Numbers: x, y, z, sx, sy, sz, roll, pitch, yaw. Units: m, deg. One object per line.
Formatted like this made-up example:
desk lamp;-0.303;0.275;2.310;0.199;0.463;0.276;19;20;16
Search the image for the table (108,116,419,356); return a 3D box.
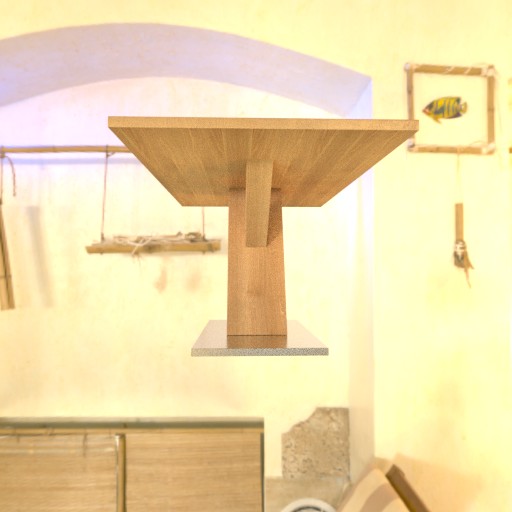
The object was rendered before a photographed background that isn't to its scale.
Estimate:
table;0.000;0.000;2.067;0.900;0.750;1.600;0;-2;-2
